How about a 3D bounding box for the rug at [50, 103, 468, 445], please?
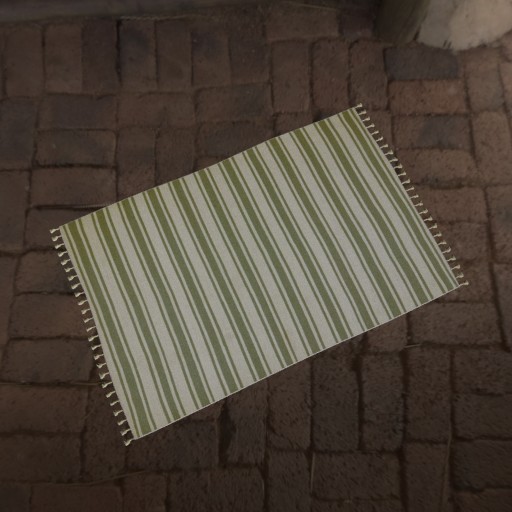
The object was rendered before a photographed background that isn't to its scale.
[{"bbox_3d":[0.000,0.000,2.294,1.875,0.013,1.162,-24,76,-6],"label":"rug"}]
